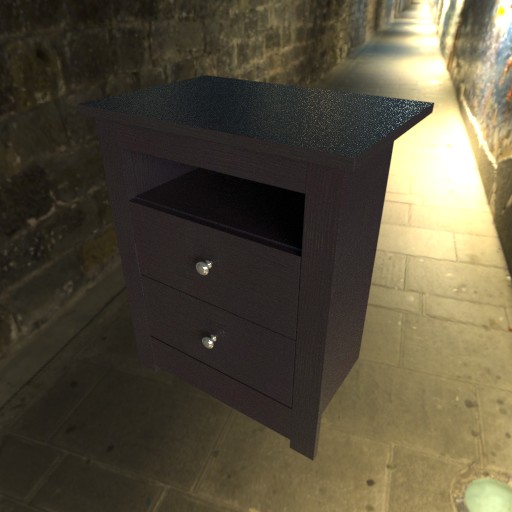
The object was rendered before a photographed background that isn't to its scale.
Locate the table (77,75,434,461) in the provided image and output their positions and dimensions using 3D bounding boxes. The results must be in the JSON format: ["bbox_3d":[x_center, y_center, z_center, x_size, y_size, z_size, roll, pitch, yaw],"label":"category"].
[{"bbox_3d":[0.000,0.000,1.068,0.589,0.711,0.408,19,36,28],"label":"table"}]
